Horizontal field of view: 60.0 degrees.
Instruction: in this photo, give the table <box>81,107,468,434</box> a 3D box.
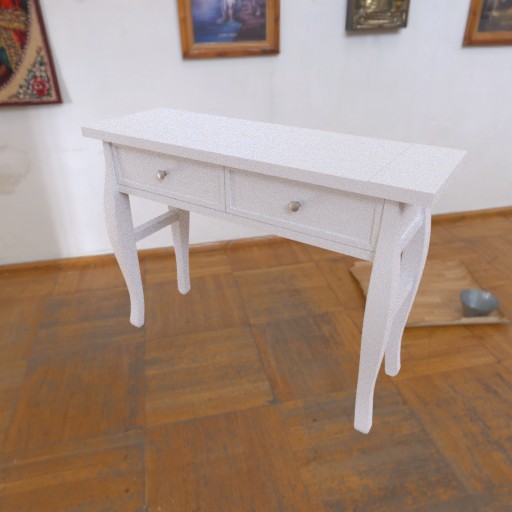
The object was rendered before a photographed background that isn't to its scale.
[{"bbox_3d":[0.000,0.000,1.441,1.062,0.768,0.373,17,34,28],"label":"table"}]
